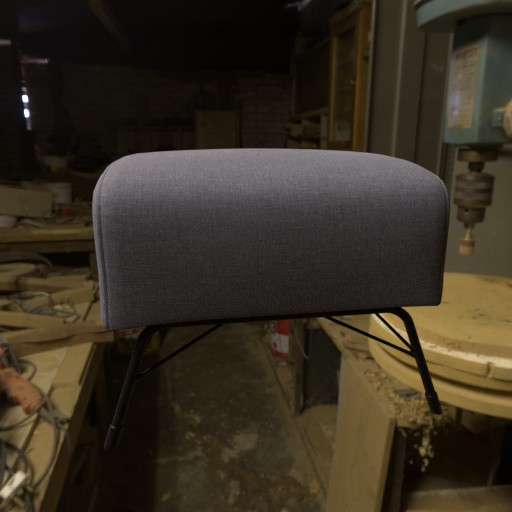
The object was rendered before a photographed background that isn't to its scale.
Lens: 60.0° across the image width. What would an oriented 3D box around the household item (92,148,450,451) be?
[{"bbox_3d":[0.000,0.000,0.871,0.530,0.410,0.530,-3,16,-9],"label":"household item"}]
